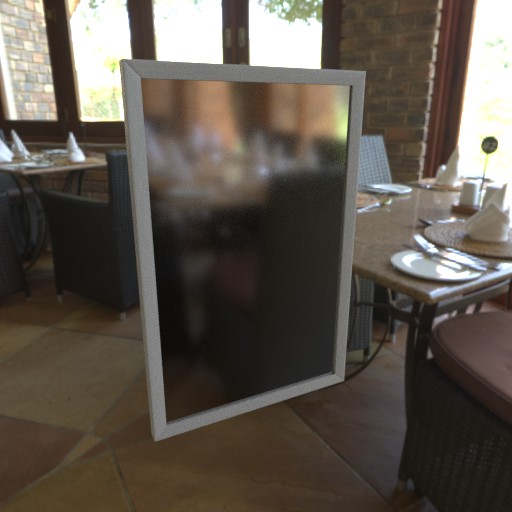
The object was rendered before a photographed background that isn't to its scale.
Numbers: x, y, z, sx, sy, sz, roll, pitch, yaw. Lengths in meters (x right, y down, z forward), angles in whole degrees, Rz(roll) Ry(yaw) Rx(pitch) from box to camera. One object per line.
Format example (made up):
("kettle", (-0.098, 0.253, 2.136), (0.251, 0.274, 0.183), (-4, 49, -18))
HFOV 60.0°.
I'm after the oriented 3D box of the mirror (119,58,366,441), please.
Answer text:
("mirror", (0.000, 0.000, 1.158), (0.609, 0.915, 0.040), (-9, 20, -25))
